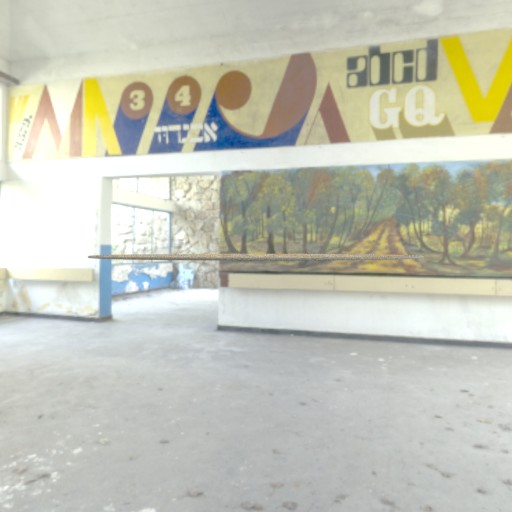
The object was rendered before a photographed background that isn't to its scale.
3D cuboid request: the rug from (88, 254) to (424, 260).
[{"bbox_3d":[0.000,0.000,3.355,2.382,0.014,2.382,0,1,0],"label":"rug"}]
